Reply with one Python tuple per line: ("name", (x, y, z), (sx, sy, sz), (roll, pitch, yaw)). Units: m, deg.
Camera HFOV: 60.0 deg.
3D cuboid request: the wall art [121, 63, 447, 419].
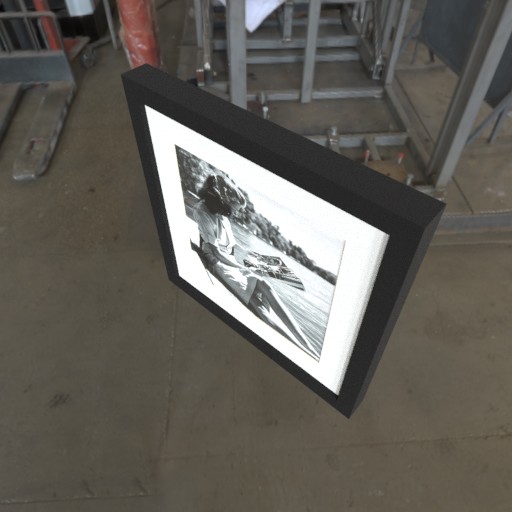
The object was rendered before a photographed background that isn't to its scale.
("wall art", (0.000, 0.000, 0.466), (0.308, 0.305, 0.030), (33, 56, 26))
